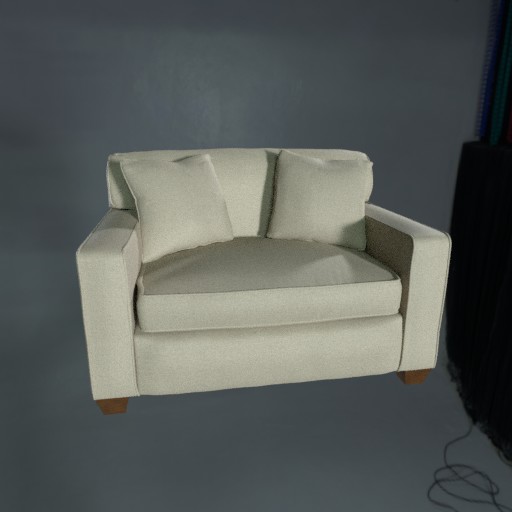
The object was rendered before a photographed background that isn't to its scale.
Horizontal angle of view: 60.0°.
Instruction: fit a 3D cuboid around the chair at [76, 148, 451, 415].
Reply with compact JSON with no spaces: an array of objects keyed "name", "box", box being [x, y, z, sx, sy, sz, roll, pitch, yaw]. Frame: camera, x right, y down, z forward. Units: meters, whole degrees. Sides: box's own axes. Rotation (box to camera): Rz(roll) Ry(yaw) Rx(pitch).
[{"name":"chair","box":[0.000,0.000,2.053,1.383,0.948,1.000,-3,16,-9]}]
